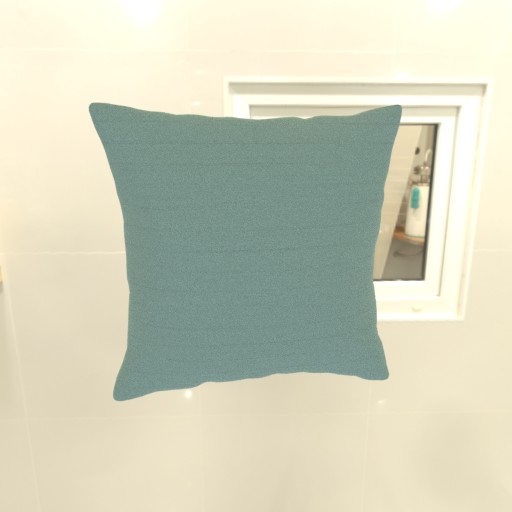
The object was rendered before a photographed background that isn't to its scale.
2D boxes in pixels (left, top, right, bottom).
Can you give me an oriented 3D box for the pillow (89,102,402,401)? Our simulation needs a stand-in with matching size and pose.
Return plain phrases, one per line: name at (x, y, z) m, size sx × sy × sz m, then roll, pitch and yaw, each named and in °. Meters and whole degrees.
pillow at (0.000, 0.000, 0.702) m, size 0.470 × 0.464 × 0.175 m, roll -2°, pitch 14°, yaw -9°
